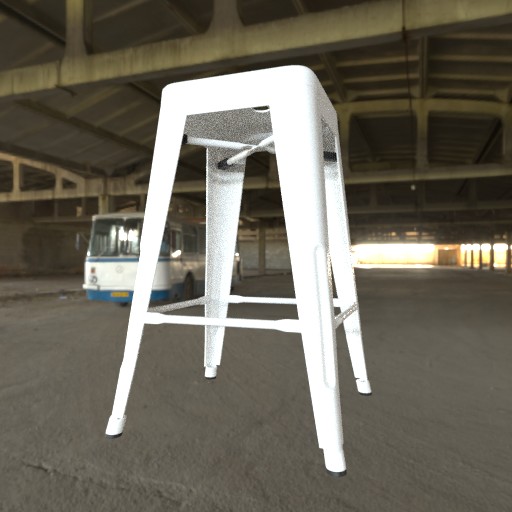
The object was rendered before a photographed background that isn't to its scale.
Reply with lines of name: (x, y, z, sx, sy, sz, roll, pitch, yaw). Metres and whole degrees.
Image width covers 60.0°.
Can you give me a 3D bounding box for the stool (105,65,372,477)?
stool: (0.000, 0.000, 0.867, 0.406, 0.610, 0.406, 0, 0, 20)
